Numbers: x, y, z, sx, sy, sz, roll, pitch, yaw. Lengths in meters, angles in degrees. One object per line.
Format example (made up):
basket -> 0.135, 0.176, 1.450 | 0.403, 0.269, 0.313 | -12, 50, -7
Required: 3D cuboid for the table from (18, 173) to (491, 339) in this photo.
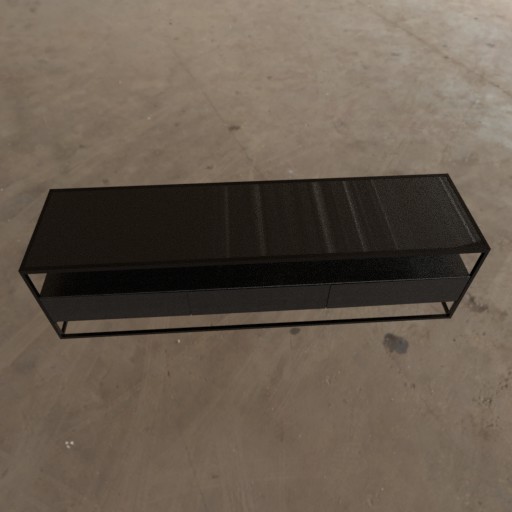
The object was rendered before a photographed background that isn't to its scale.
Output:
table -> 0.000, 0.000, 1.666 | 1.486, 0.395, 0.399 | -3, 48, -2
